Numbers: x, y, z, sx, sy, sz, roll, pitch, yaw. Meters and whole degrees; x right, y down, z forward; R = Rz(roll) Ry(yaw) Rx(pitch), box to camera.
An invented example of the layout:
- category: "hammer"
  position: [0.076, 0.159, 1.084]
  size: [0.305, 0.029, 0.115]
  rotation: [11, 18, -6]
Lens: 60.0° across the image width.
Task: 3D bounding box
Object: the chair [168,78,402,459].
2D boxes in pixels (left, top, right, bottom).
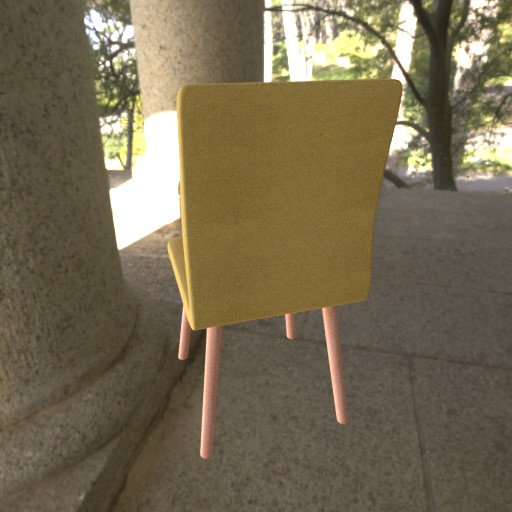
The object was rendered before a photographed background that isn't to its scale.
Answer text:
- category: "chair"
  position: [0.000, 0.000, 1.252]
  size: [0.450, 0.965, 0.550]
  rotation: [-8, 28, -15]
